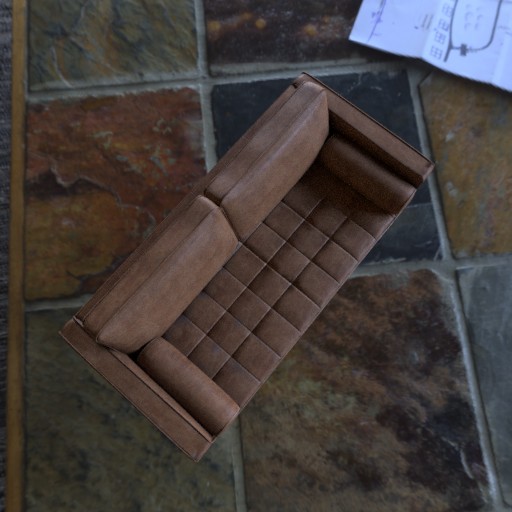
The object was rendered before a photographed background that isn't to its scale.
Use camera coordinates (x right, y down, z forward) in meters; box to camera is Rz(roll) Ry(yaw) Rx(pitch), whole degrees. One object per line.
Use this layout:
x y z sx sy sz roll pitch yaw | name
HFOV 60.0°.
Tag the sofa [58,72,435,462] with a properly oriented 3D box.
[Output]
0.000 0.000 2.419 0.924 0.825 1.920 39 79 9 | sofa
